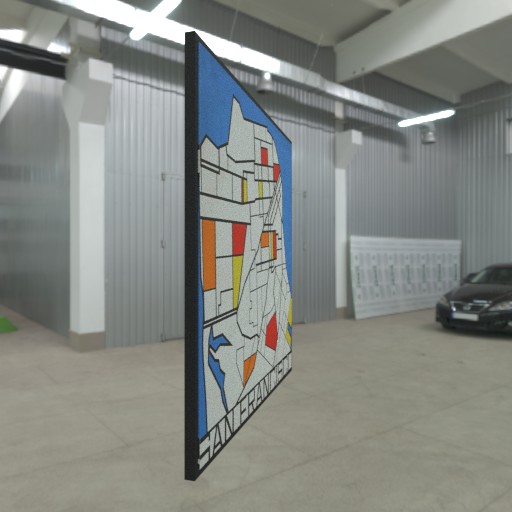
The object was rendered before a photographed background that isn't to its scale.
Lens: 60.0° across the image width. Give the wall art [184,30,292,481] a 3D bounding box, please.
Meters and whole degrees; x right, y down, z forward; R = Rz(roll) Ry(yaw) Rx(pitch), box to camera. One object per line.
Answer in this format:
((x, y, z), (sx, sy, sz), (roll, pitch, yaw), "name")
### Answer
((0.000, 0.000, 0.670), (0.013, 0.457, 0.458), (0, 0, 17), "wall art")
